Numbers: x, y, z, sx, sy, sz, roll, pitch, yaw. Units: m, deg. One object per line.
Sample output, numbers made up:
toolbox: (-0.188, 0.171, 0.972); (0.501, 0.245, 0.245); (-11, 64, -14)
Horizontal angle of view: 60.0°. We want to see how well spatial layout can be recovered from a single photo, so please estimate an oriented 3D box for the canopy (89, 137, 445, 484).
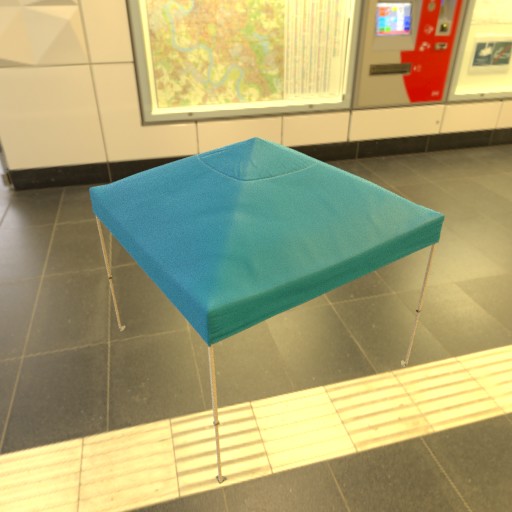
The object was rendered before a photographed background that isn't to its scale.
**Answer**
canopy: (0.000, 0.000, 5.547); (2.998, 2.997, 2.996); (-20, 37, -29)
